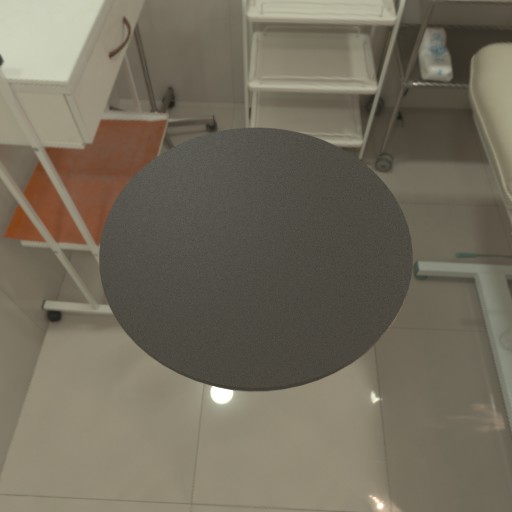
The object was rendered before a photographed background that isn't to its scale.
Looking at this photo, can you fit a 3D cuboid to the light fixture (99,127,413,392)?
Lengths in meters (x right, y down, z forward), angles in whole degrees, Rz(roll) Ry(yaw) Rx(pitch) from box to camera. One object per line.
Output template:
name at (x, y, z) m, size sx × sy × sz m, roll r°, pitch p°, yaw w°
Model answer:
light fixture at (0.000, 0.000, 0.568) m, size 0.368 × 0.100 × 0.368 m, roll 0°, pitch 58°, yaw 0°
